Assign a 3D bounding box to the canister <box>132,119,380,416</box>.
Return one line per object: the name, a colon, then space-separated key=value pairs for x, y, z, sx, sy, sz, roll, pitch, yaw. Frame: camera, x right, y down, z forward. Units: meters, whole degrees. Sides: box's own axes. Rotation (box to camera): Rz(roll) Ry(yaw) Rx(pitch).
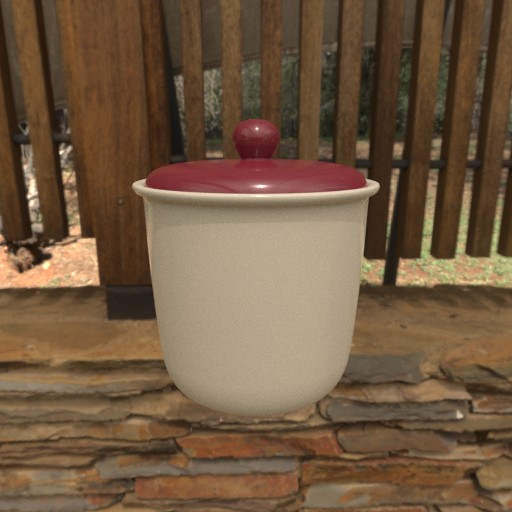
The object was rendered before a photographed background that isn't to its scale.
canister: x=0.000 y=0.000 z=0.352 sx=0.182 sy=0.208 sz=0.182 roll=0 pitch=14 yaw=0
